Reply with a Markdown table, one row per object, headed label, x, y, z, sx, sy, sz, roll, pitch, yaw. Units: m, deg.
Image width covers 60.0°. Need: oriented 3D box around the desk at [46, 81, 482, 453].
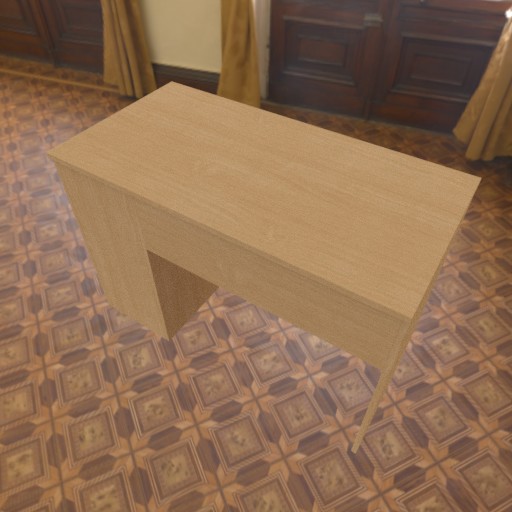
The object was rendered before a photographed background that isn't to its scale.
| label | x | y | z | sx | sy | sz | roll | pitch | yaw |
| --- | --- | --- | --- | --- | --- | --- | --- | --- | --- |
| desk | 0.000 | 0.000 | 1.509 | 1.097 | 0.735 | 0.560 | 25 | 51 | 22 |
